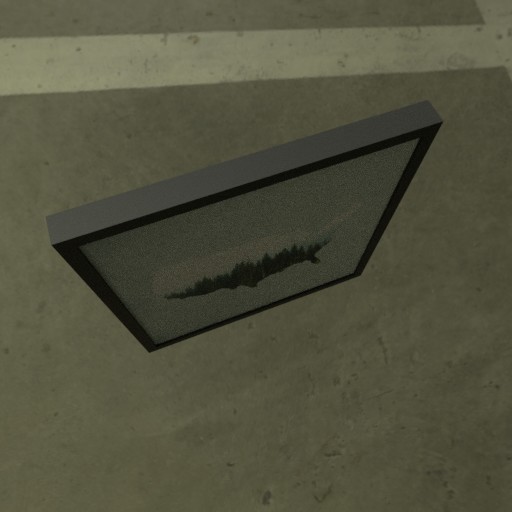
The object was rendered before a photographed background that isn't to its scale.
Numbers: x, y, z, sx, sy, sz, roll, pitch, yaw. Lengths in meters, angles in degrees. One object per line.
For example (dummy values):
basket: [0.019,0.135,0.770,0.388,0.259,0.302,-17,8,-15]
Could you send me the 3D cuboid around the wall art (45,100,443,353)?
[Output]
wall art: [0.000,0.000,0.775,0.509,0.509,0.040,-19,66,-9]
